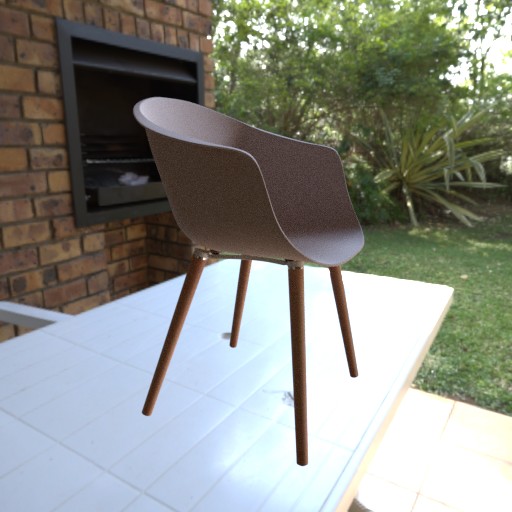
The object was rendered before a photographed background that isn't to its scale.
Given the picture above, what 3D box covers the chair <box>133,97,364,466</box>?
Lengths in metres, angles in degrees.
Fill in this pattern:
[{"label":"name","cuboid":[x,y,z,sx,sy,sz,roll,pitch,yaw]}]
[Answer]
[{"label":"chair","cuboid":[0.000,0.000,1.129,0.504,0.781,0.593,7,16,26]}]
